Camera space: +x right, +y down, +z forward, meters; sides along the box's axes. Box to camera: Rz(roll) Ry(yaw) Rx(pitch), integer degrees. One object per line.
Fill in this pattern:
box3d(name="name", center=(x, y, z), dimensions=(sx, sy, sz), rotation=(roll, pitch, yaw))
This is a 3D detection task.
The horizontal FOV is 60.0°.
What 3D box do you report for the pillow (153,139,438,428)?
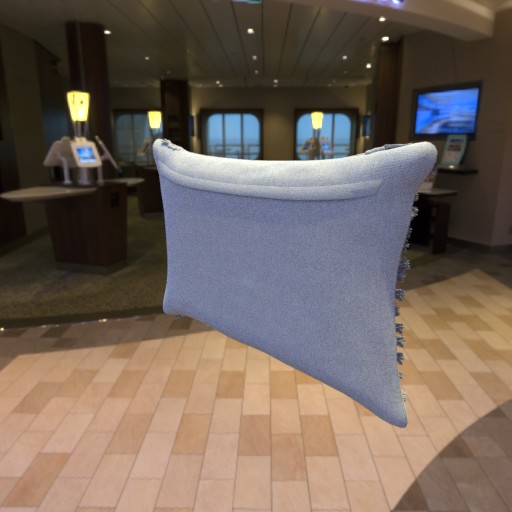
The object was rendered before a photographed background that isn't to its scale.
box3d(name="pillow", center=(0.000, 0.000, 0.597), dimensions=(0.084, 0.305, 0.466), rotation=(-14, 21, -43))
